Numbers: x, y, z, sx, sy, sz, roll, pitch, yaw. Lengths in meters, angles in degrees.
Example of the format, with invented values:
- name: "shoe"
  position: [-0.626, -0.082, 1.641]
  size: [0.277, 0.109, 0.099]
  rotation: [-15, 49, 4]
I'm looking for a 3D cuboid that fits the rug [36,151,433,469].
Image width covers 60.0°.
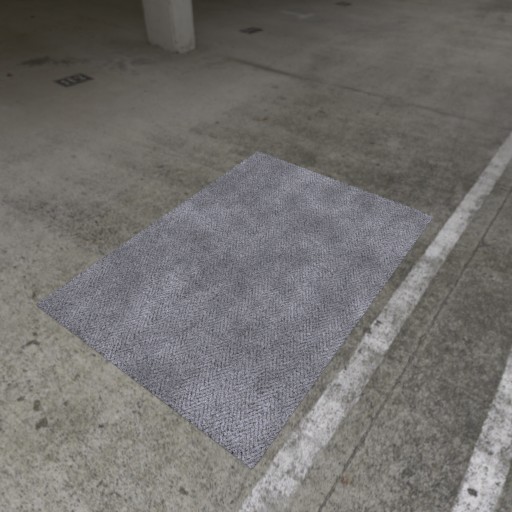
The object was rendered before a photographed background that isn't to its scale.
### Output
- name: "rug"
  position: [0.000, 0.000, 2.940]
  size: [1.600, 0.008, 2.235]
  rotation: [26, 49, 26]
